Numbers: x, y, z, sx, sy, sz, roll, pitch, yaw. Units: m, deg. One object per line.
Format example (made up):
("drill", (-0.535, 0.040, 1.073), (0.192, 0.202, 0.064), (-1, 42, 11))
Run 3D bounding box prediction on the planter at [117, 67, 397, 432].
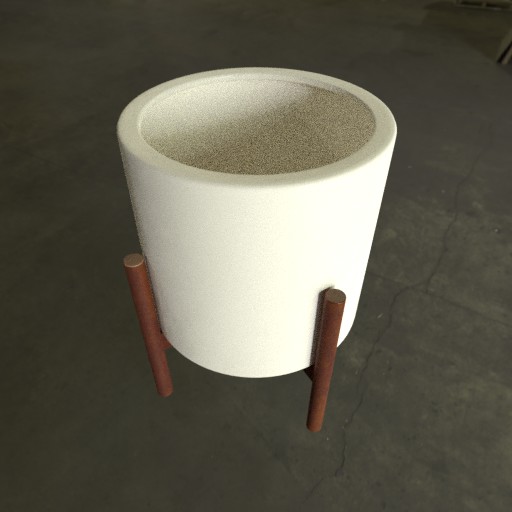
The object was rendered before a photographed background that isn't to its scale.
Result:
("planter", (0.000, 0.000, 0.869), (0.420, 0.581, 0.421), (12, 43, 13))
